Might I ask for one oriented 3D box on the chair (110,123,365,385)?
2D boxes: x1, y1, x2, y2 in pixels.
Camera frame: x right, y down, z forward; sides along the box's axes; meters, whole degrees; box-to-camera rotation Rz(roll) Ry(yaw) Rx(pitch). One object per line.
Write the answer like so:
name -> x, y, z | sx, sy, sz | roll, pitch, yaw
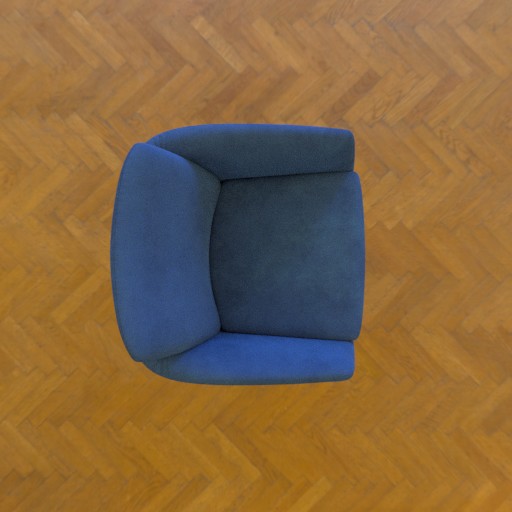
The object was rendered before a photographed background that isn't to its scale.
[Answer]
chair -> 0.000, 0.000, 1.331 | 0.635, 0.908, 0.641 | 0, 89, 0
